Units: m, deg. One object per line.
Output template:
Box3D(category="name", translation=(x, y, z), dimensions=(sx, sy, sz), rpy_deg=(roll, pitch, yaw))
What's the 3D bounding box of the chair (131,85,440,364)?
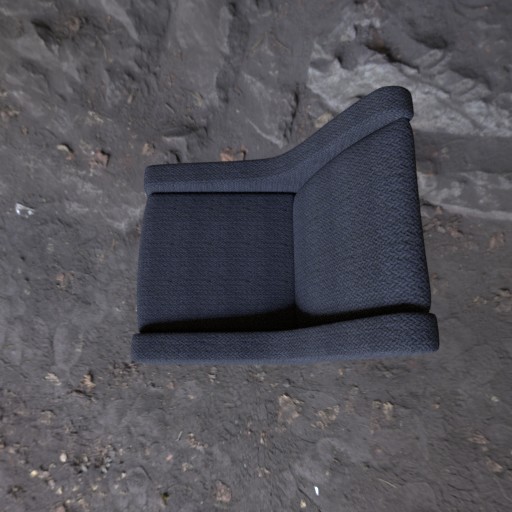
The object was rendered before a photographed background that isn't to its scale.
Box3D(category="chair", translation=(0.000, 0.000, 1.694), dimensions=(0.944, 1.012, 0.793), rpy_deg=(0, 74, 0))
